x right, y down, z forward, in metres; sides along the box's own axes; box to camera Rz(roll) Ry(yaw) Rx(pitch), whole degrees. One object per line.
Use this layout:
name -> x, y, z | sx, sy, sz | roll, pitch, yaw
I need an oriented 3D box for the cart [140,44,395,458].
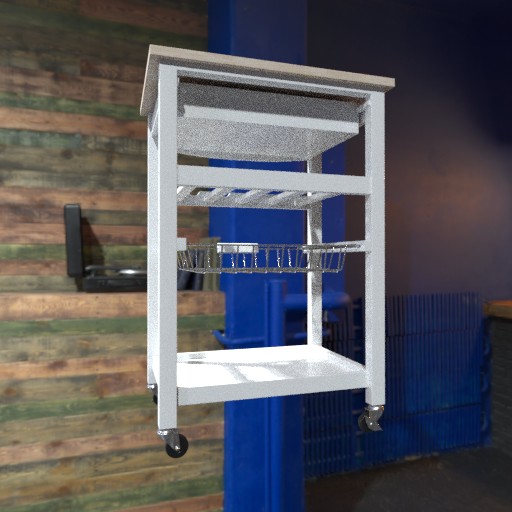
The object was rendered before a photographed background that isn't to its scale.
cart -> 0.000, 0.000, 1.178 | 0.578, 0.857, 0.406 | 0, 0, -17
